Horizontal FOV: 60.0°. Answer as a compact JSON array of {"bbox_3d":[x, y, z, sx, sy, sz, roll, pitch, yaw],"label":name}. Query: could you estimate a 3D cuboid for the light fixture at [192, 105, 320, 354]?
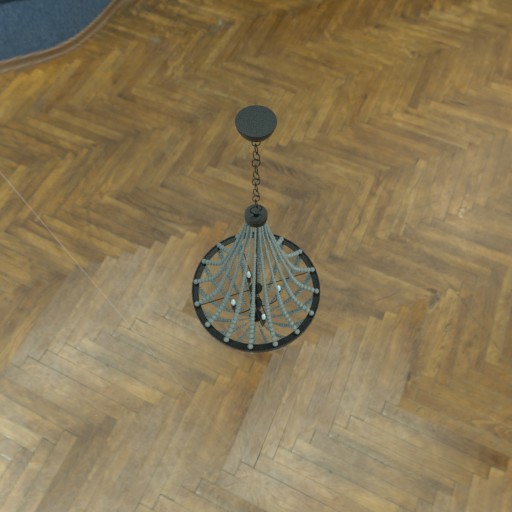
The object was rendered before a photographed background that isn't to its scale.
[{"bbox_3d":[0.000,0.000,1.330,0.450,1.133,0.450,0,64,0],"label":"light fixture"}]
